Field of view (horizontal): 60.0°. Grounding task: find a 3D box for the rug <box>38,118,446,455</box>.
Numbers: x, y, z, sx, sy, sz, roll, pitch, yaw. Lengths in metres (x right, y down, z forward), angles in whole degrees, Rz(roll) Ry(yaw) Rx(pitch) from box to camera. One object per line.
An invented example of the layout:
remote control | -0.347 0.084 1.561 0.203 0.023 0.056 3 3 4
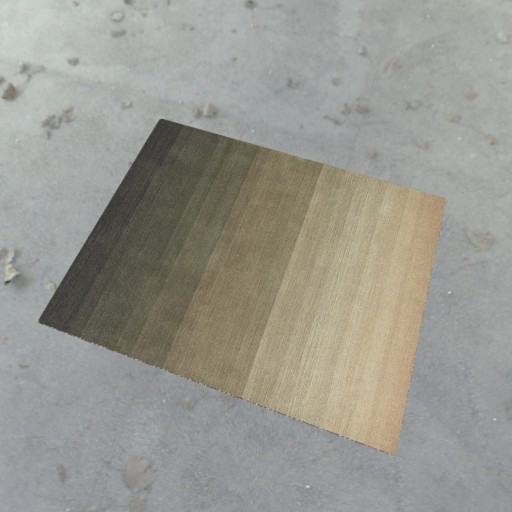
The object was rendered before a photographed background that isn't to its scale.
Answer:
rug | 0.000 0.000 3.811 2.902 0.017 2.305 18 65 9
